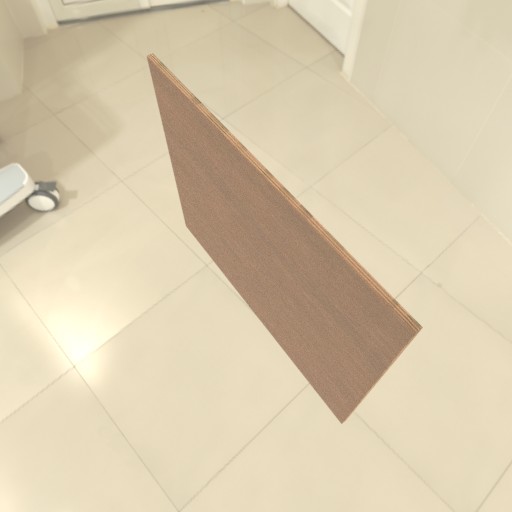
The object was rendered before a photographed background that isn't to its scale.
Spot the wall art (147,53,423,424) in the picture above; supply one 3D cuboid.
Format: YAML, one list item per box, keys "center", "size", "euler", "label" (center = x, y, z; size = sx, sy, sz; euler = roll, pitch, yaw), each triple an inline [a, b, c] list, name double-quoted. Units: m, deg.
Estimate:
- center: [0.000, 0.000, 0.686]
  size: [0.010, 0.408, 0.508]
  euler: [-32, 63, -18]
  label: "wall art"
